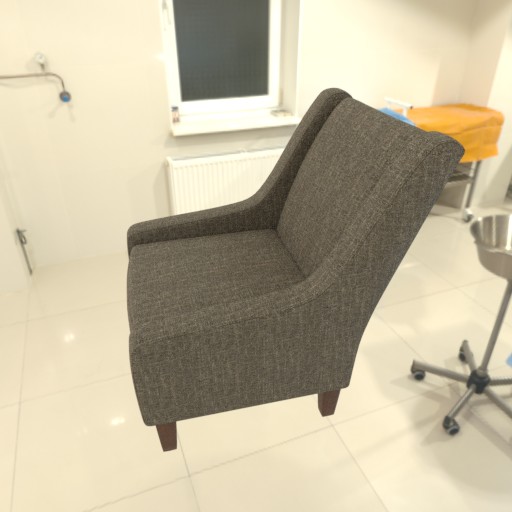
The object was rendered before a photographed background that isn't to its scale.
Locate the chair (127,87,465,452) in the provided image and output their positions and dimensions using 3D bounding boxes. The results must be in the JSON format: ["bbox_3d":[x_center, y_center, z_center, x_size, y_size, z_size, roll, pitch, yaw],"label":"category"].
[{"bbox_3d":[0.000,0.000,1.620,0.944,1.012,0.793,-8,31,-12],"label":"chair"}]
